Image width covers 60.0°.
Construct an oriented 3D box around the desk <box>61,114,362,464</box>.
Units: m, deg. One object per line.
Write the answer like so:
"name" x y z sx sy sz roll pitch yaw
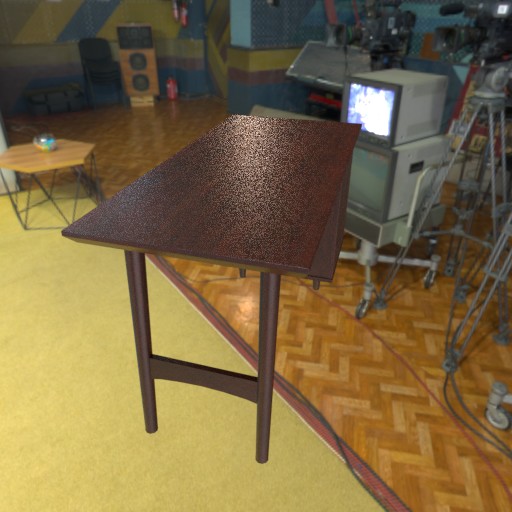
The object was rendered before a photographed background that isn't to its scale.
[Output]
"desk" 0.000 0.000 1.723 0.612 0.758 1.277 9 32 14
